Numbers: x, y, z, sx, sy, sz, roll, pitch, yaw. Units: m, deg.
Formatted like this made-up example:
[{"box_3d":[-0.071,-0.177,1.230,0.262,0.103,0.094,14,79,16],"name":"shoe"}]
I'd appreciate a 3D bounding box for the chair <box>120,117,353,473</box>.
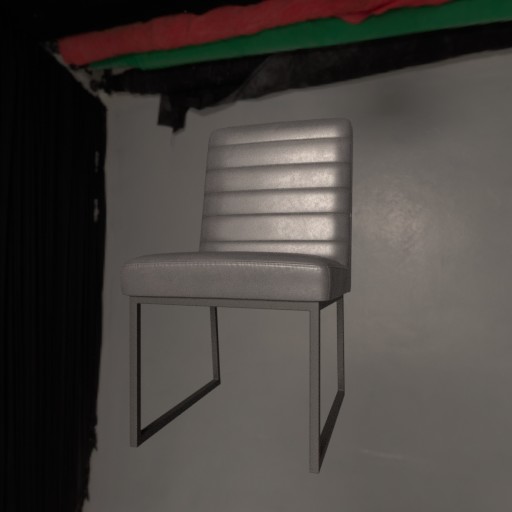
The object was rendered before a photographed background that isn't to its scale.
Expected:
[{"box_3d":[0.000,0.000,1.299,0.520,0.930,0.634,0,0,17],"name":"chair"}]
